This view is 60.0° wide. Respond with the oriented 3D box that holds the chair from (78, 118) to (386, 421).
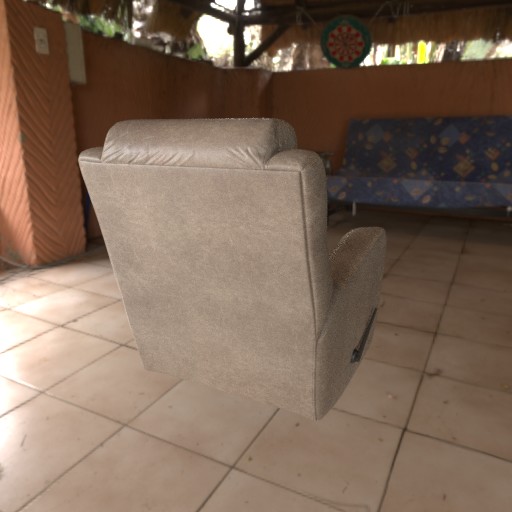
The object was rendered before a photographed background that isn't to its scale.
[{"bbox_3d":[0.000,0.000,1.915,0.967,1.116,1.068,8,18,26],"label":"chair"}]
